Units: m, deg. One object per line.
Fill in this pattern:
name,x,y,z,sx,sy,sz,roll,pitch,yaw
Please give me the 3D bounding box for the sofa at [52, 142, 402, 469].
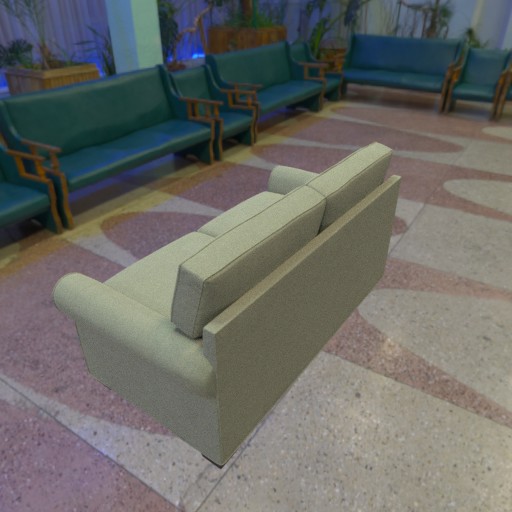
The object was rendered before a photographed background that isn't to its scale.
sofa,0.000,0.000,2.290,0.861,0.933,1.774,21,37,30
